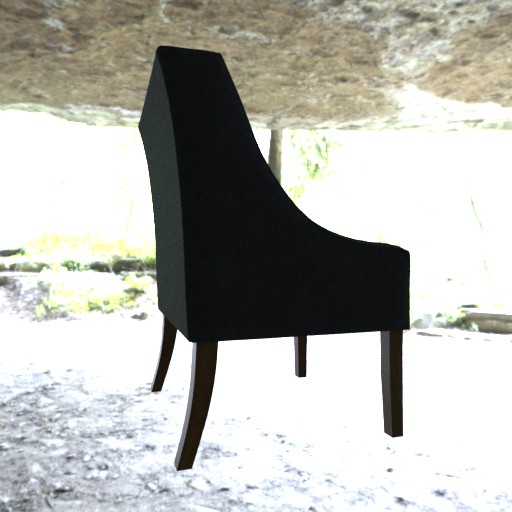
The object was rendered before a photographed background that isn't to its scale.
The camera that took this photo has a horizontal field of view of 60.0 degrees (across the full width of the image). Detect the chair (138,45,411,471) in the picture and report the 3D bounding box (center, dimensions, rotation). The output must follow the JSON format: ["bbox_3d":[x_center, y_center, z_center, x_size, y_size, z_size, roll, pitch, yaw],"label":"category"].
[{"bbox_3d":[0.000,0.000,1.291,0.629,0.895,0.629,0,0,-19],"label":"chair"}]
